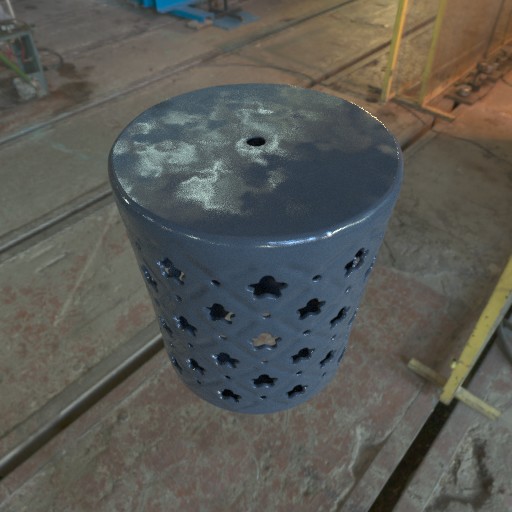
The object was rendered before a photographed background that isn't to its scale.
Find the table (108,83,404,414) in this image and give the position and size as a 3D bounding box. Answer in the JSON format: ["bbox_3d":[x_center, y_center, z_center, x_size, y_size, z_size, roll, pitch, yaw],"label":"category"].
[{"bbox_3d":[0.000,0.000,0.664,0.352,0.387,0.352,0,45,0],"label":"table"}]
